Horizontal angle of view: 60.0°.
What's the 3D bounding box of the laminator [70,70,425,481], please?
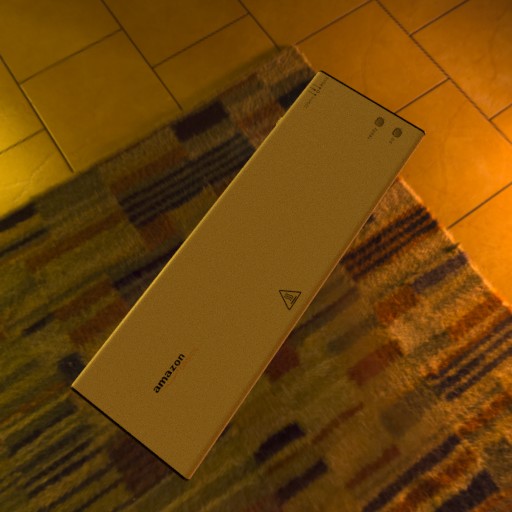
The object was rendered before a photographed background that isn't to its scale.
[{"bbox_3d":[0.000,0.000,0.387,0.123,0.062,0.340,34,78,9],"label":"laminator"}]
